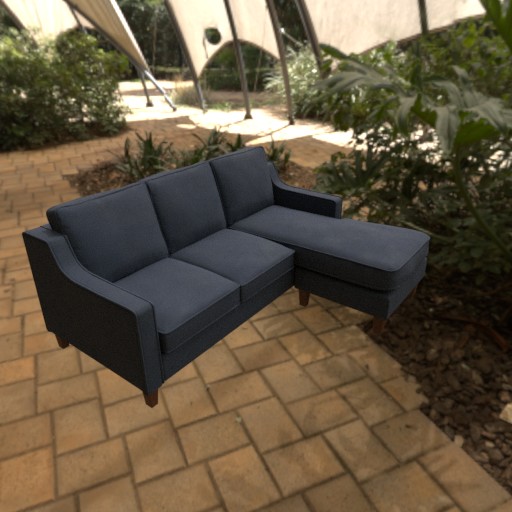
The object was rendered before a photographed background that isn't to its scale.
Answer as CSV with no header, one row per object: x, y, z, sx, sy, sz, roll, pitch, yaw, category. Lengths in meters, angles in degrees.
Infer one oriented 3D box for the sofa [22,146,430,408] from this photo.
0.000,0.000,3.186,1.858,1.066,2.317,18,31,33,sofa
